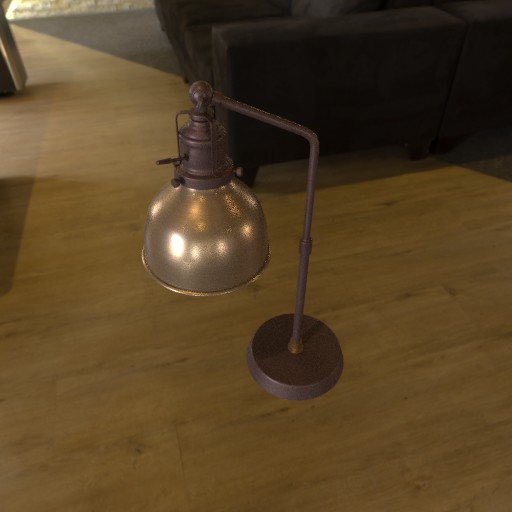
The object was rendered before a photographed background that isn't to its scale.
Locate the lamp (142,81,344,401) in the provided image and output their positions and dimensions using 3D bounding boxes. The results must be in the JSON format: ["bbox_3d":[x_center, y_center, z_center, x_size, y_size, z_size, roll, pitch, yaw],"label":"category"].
[{"bbox_3d":[0.000,0.000,0.598,0.298,0.469,0.175,0,42,0],"label":"lamp"}]
